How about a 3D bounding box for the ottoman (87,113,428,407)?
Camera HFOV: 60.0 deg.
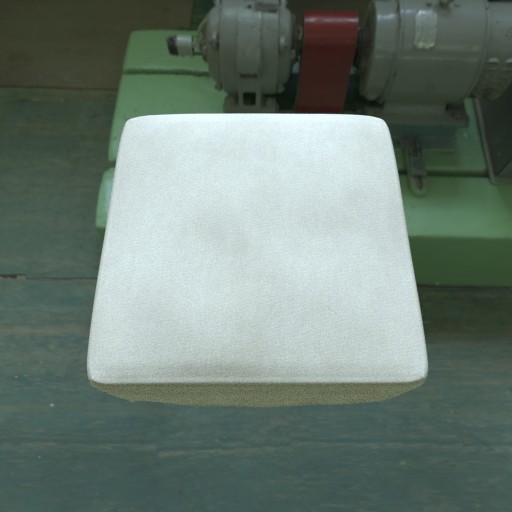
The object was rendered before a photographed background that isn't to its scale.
[{"bbox_3d":[0.000,0.000,1.365,0.843,0.441,0.842,0,65,0],"label":"ottoman"}]
